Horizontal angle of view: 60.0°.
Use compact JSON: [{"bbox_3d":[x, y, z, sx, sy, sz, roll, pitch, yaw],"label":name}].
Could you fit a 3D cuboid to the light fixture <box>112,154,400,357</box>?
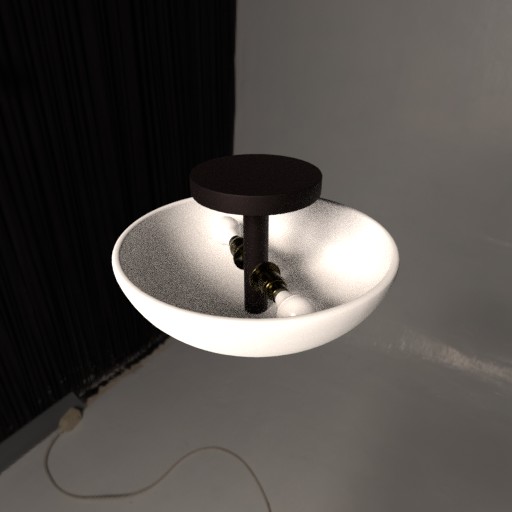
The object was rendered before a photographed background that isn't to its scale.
[{"bbox_3d":[0.000,0.000,0.539,0.331,0.212,0.331,0,29,0],"label":"light fixture"}]
